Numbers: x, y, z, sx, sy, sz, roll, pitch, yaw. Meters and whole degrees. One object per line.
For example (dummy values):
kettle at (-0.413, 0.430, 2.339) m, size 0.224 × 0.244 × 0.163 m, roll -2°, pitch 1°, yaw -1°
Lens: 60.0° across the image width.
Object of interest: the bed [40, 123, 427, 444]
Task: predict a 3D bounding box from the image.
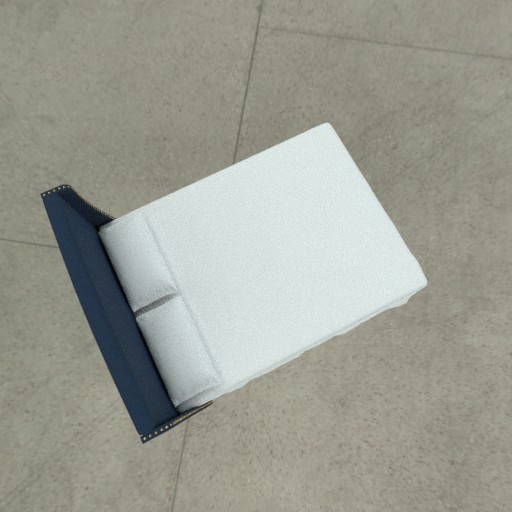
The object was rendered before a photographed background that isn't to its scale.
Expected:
bed at (0.000, 0.000, 3.238) m, size 2.223 × 1.402 × 1.604 m, roll -26°, pitch 77°, yaw -7°
